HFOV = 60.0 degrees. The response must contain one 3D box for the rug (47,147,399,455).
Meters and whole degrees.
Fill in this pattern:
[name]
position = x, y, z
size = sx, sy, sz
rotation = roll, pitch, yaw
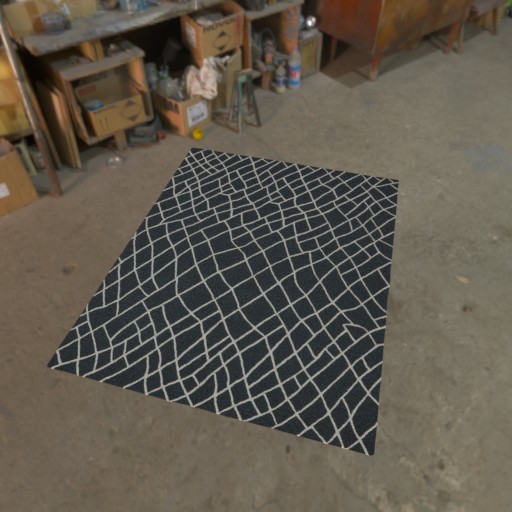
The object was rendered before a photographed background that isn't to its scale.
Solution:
[rug]
position = 0.000, 0.000, 4.108
size = 2.439, 0.022, 3.047
rotation = 11, 48, 10
